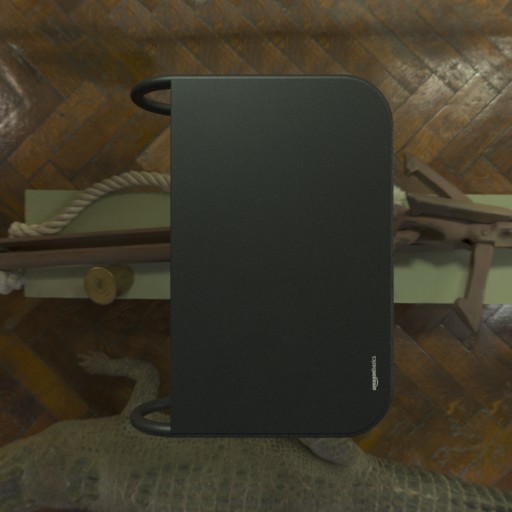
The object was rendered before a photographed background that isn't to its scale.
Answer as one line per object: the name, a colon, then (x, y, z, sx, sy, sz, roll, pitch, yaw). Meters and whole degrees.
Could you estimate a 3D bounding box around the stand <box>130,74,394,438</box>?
stand: (0.000, 0.000, 0.497, 0.280, 0.108, 0.370, 0, 90, 0)
